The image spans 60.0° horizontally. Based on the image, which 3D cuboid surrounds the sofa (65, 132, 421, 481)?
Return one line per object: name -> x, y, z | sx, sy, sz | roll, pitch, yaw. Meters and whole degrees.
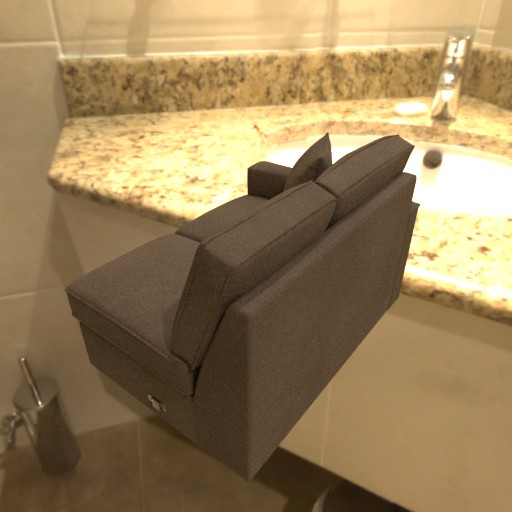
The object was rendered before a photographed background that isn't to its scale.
sofa -> 0.000, 0.000, 2.030 | 0.991, 0.989, 1.388 | 22, 39, 31
